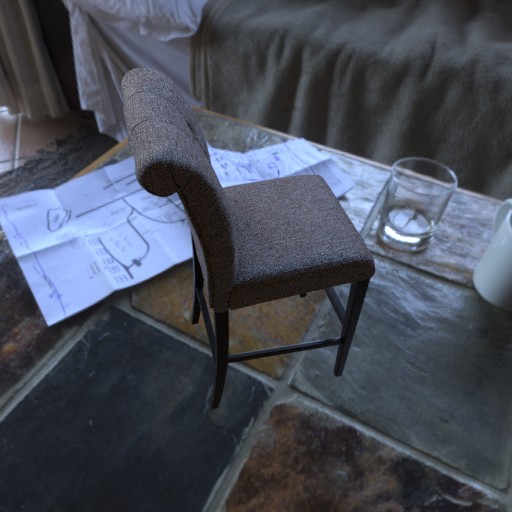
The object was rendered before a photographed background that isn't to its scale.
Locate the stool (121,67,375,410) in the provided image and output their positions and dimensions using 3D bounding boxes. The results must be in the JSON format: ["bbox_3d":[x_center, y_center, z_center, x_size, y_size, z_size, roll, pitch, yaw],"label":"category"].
[{"bbox_3d":[0.000,0.000,1.439,0.613,1.131,0.452,-12,48,-11],"label":"stool"}]
